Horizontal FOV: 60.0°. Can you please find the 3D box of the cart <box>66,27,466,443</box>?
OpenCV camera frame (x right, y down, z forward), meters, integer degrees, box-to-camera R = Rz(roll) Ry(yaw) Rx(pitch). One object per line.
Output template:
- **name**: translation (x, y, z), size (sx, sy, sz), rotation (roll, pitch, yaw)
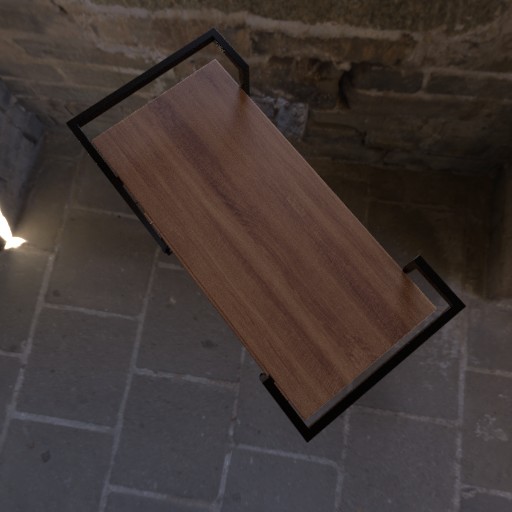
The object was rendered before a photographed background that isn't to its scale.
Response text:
- **cart**: translation (0.000, 0.000, 1.264), size (0.406, 0.762, 0.806), rotation (-37, 78, -9)
